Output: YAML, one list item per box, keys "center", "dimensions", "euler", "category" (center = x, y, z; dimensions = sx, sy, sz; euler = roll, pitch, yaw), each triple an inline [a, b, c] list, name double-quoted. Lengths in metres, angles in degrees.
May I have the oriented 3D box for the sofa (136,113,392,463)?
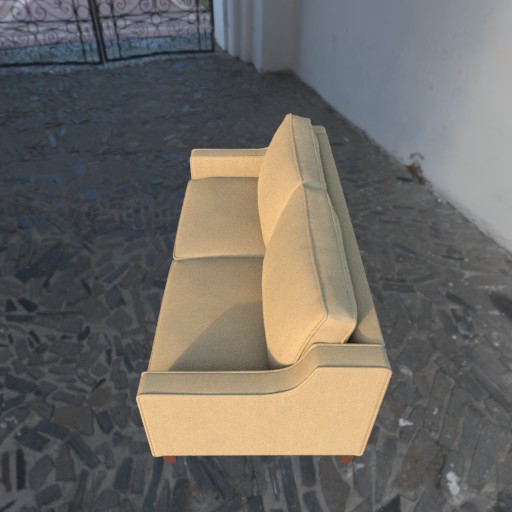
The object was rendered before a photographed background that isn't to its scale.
- center: [0.000, 0.000, 2.770]
  dimensions: [1.066, 1.071, 2.178]
  euler: [0, 41, 0]
  category: "sofa"
